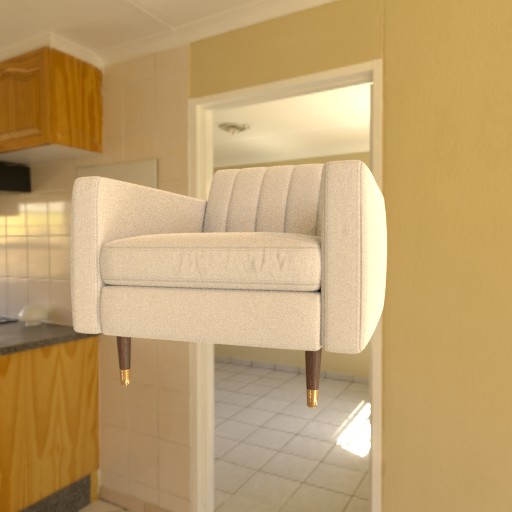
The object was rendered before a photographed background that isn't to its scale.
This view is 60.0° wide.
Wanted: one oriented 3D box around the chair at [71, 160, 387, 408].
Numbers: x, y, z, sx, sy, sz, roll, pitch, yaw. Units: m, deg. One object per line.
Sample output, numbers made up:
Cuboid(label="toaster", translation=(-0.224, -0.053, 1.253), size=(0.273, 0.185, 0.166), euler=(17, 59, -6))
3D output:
Cuboid(label="chair", translation=(0.000, 0.000, 1.704), size=(0.953, 0.819, 0.998), euler=(0, 1, 19))
